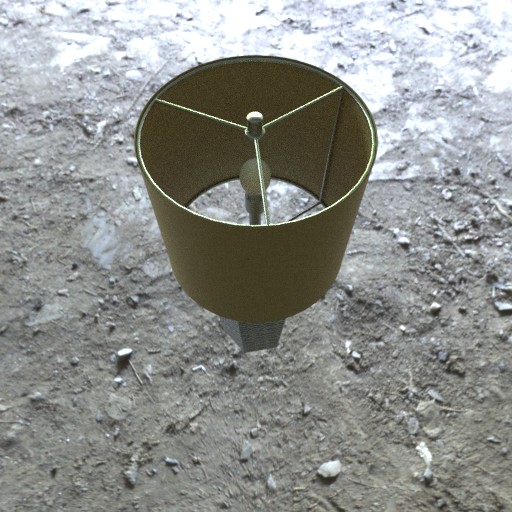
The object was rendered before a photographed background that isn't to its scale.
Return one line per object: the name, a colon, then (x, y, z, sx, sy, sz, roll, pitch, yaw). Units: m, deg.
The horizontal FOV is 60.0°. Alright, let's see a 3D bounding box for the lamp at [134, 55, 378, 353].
lamp: (0.000, 0.000, 0.859, 0.320, 0.682, 0.320, -32, 63, -18)
